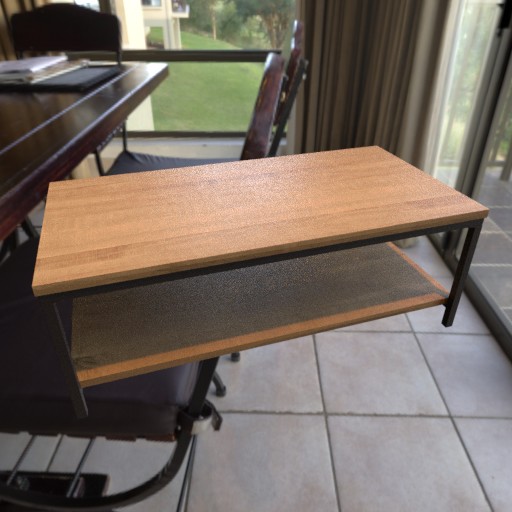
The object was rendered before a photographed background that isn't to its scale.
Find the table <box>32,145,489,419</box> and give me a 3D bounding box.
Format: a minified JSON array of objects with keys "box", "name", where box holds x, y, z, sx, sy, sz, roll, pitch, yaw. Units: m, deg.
[{"box":[0.000,0.000,1.335,1.100,0.399,0.551,-10,33,-15],"name":"table"}]
